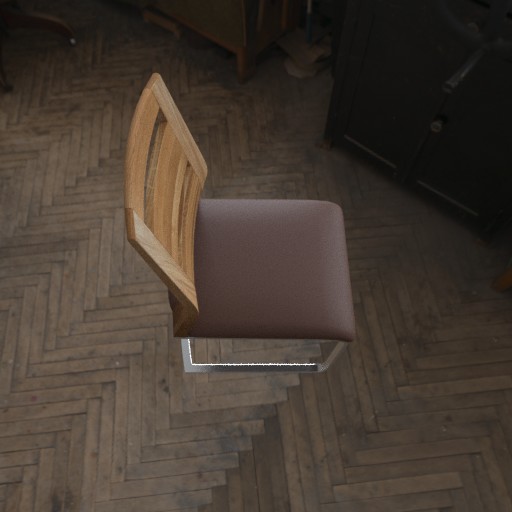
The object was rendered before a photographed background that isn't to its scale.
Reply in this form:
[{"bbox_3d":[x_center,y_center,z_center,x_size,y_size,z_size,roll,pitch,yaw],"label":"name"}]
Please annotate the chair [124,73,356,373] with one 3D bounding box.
[{"bbox_3d":[0.000,0.000,1.280,0.570,0.970,0.460,0,62,0],"label":"chair"}]
